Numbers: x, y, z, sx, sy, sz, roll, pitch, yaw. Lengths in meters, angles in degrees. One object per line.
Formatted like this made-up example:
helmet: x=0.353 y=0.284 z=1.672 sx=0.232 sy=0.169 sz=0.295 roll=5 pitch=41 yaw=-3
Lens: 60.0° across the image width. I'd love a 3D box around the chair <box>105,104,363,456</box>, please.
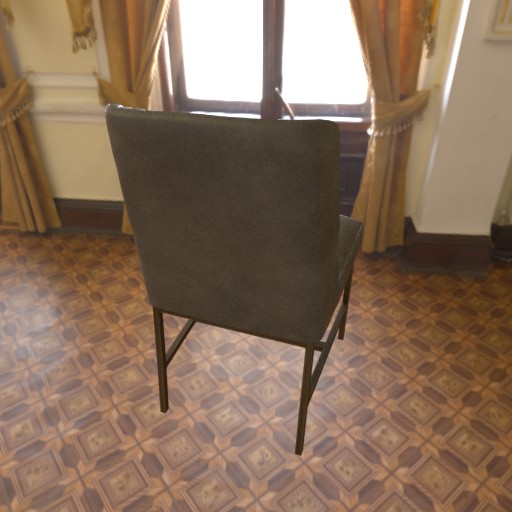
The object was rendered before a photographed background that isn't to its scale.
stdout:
chair: x=0.000 y=0.000 z=1.210 sx=0.508 sy=0.889 sz=0.587 roll=11 pitch=33 yaw=17
